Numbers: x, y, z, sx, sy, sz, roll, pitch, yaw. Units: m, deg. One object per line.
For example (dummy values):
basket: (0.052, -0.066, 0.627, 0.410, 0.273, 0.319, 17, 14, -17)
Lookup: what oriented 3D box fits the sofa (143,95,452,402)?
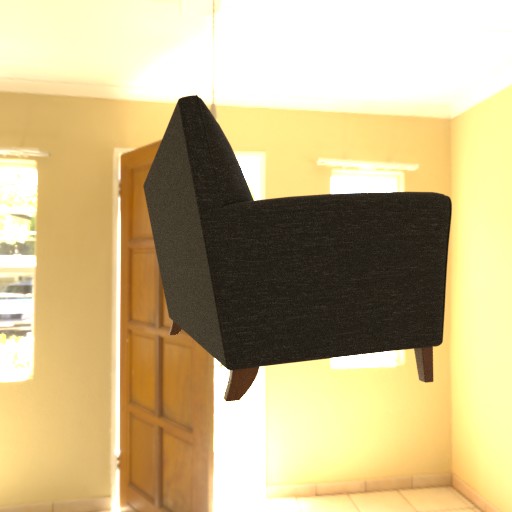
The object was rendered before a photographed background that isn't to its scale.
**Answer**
sofa: (0.000, 0.000, 1.945, 0.875, 0.846, 1.420, 0, -1, -18)
